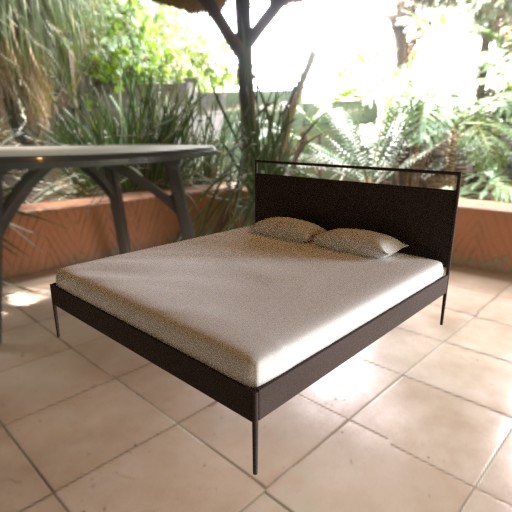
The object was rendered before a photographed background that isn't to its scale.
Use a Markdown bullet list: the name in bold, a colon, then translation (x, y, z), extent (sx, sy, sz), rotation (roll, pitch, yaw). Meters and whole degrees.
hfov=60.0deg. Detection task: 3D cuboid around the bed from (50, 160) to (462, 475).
- **bed**: translation (0.000, 0.000, 3.189), extent (1.993, 1.173, 2.151), rotation (14, 21, 41)
